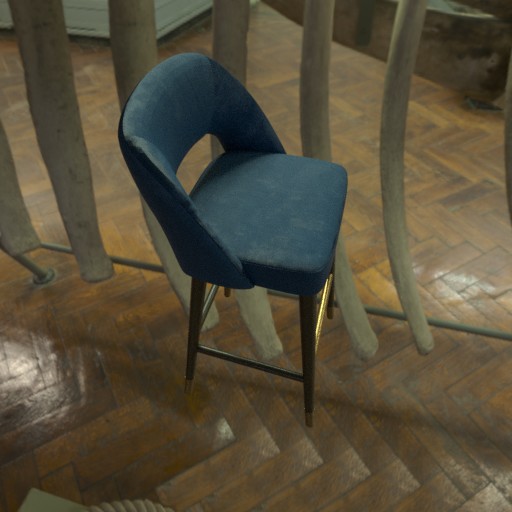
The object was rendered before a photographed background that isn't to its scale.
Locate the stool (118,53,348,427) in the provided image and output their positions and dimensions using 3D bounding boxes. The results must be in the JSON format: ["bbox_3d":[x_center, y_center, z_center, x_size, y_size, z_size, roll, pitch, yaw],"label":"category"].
[{"bbox_3d":[0.000,0.000,1.281,0.515,1.016,0.514,11,47,10],"label":"stool"}]
